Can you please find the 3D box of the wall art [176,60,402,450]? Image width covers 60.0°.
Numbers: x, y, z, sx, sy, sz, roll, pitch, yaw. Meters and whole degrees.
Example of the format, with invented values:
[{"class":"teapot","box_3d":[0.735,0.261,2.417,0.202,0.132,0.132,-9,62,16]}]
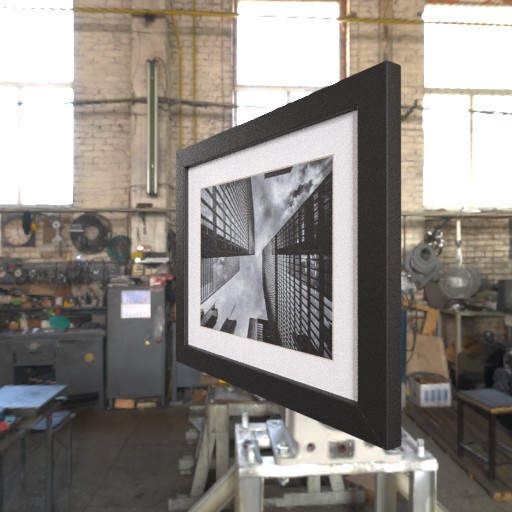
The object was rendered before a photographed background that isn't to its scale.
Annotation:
[{"class":"wall art","box_3d":[0.000,0.000,0.748,0.031,0.457,0.558,0,0,-36]}]
